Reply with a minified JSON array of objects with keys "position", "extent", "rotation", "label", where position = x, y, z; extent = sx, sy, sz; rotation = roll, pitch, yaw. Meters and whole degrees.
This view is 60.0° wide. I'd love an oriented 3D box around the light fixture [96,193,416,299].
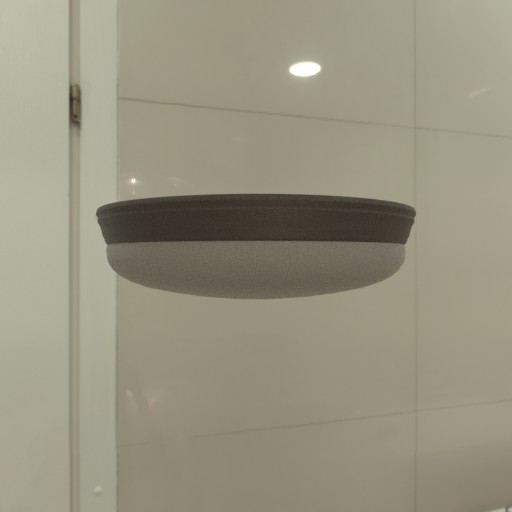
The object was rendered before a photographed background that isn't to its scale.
[{"position":[0.000,0.000,0.541],"extent":[0.368,0.100,0.368],"rotation":[0,0,0],"label":"light fixture"}]
